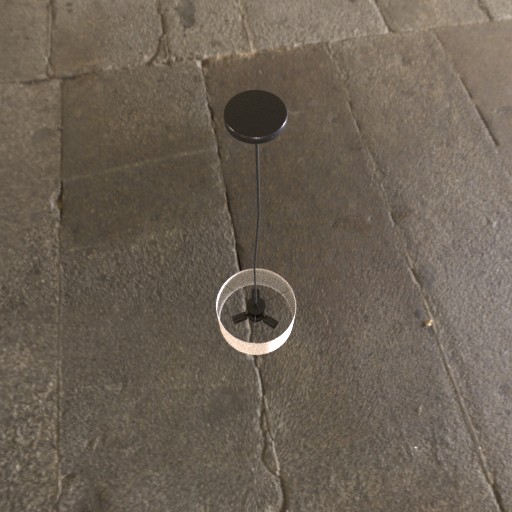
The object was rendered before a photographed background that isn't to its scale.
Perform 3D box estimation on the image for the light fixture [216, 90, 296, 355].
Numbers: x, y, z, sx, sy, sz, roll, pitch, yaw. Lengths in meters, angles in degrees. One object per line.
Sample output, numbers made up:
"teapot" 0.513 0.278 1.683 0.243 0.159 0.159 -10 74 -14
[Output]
"light fixture" 0.000 0.000 1.719 0.399 1.516 0.399 0 64 0
